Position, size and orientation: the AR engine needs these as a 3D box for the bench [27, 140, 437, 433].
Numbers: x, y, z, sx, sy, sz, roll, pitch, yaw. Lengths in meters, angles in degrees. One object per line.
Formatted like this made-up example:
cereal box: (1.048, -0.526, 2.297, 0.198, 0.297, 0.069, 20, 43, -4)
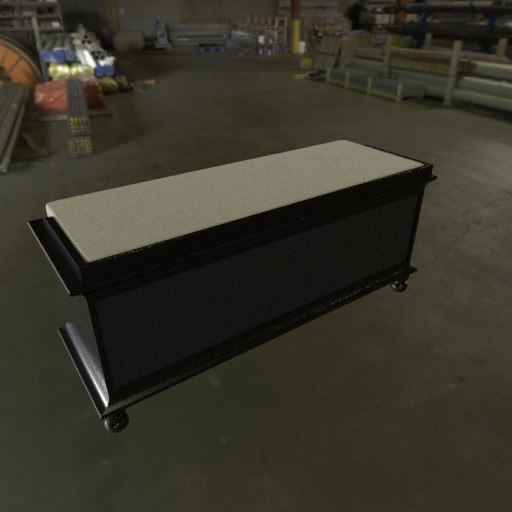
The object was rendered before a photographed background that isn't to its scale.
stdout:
bench: (0.000, 0.000, 1.414, 1.185, 0.501, 0.402, -19, 35, -30)
